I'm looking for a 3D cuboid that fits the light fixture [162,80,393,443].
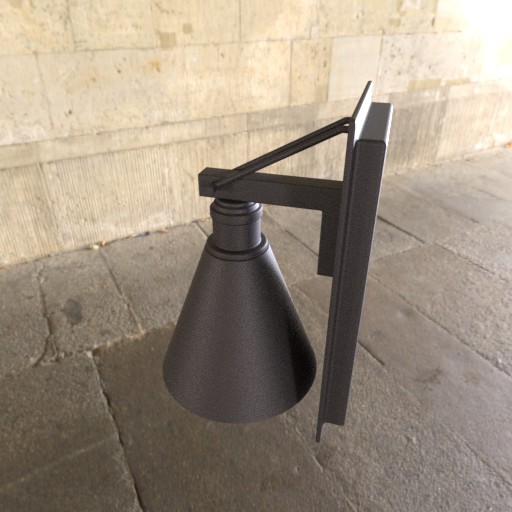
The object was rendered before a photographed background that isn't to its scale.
[{"bbox_3d":[0.000,0.000,0.420,0.207,0.298,0.170,9,32,14],"label":"light fixture"}]
